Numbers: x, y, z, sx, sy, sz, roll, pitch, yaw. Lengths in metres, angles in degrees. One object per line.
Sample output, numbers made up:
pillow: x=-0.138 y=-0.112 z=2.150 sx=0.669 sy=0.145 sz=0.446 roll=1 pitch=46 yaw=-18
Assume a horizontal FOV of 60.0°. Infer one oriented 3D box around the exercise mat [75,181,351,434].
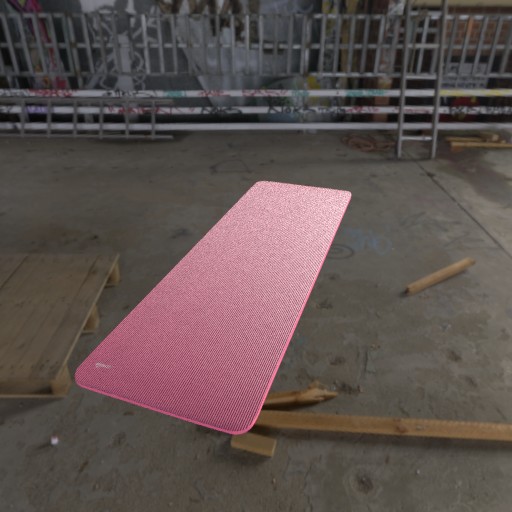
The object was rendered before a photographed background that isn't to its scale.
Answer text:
exercise mat: x=0.000 y=0.000 z=2.080 sx=0.616 sy=0.021 sz=1.884 roll=10 pitch=32 yaw=17
